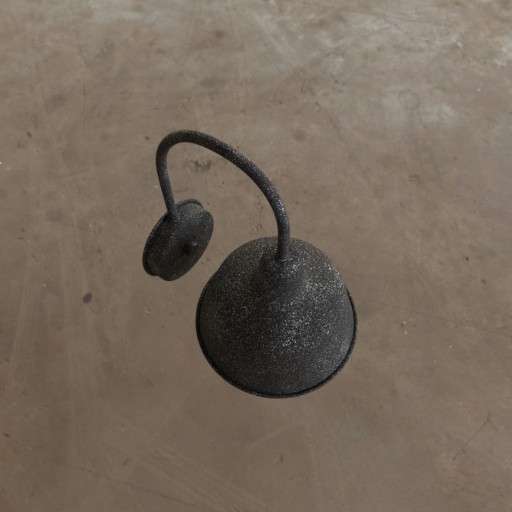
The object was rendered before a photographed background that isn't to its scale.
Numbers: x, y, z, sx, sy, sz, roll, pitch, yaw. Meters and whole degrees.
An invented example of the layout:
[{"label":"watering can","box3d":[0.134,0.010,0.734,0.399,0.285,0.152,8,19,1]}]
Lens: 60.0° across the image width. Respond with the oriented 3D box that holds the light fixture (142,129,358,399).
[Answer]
[{"label":"light fixture","box3d":[0.000,0.000,0.498,0.283,0.300,0.216,32,64,18]}]
